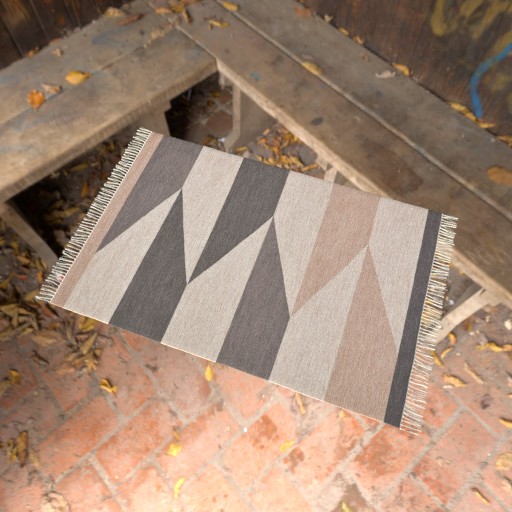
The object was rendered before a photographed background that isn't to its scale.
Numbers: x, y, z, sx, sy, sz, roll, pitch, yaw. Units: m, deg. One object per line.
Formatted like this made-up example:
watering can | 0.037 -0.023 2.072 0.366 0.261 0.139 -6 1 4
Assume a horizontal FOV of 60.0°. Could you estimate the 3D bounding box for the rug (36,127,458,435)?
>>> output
rug | 0.000 0.000 2.407 2.021 0.027 1.224 18 65 9
